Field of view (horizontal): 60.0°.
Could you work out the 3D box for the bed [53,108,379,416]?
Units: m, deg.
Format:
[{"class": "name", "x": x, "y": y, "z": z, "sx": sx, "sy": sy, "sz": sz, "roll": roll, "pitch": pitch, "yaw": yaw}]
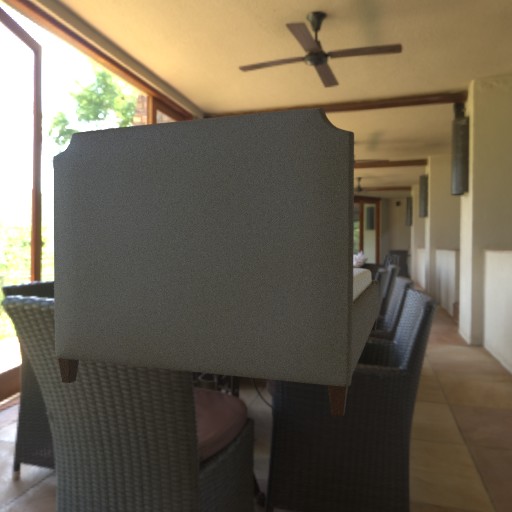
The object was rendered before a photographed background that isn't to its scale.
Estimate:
[{"class": "bed", "x": 0.000, "y": 0.000, "z": 3.380, "sx": 1.712, "sy": 1.443, "sz": 2.372, "roll": 0, "pitch": 1, "yaw": 19}]
